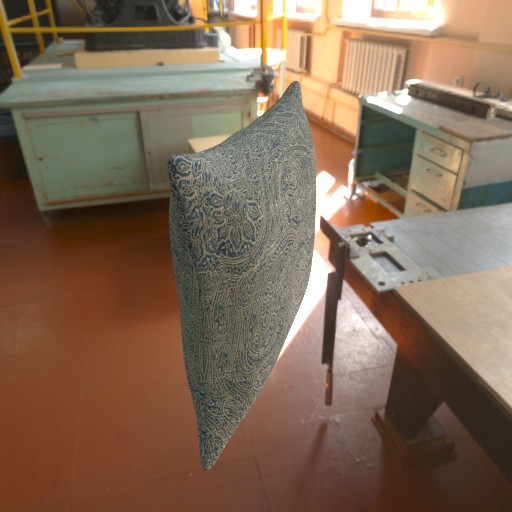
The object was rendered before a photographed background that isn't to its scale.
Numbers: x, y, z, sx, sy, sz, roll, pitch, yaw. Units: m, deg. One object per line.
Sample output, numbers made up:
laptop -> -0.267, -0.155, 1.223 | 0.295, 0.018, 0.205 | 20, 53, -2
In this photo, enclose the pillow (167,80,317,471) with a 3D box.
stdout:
pillow -> 0.000, 0.000, 0.786 | 0.166, 0.510, 0.523 | 10, 32, 16
